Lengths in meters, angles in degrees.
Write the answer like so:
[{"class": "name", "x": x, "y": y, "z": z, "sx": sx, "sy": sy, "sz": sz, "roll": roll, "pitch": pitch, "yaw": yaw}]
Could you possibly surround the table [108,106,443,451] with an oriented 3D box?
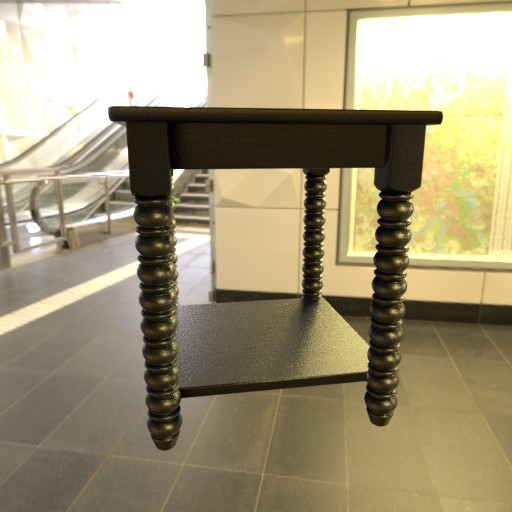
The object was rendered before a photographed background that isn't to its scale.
[{"class": "table", "x": 0.000, "y": 0.000, "z": 0.960, "sx": 0.500, "sy": 0.567, "sz": 0.533, "roll": -2, "pitch": 14, "yaw": -10}]
